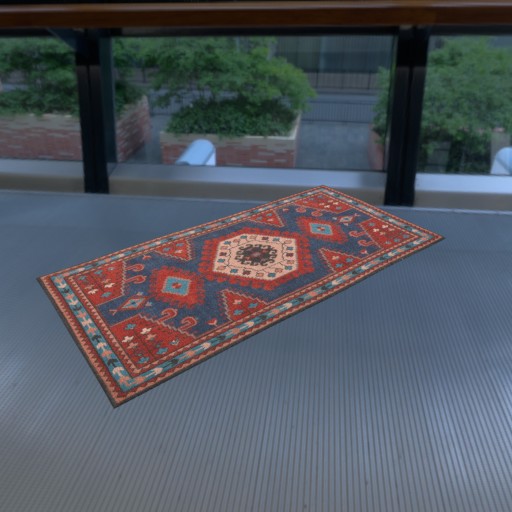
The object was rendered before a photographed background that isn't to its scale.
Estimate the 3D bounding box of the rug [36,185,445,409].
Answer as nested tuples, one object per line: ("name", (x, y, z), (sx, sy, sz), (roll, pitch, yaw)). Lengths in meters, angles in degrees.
("rug", (0.000, 0.000, 3.620), (3.032, 0.034, 1.522), (-22, 38, -31))
